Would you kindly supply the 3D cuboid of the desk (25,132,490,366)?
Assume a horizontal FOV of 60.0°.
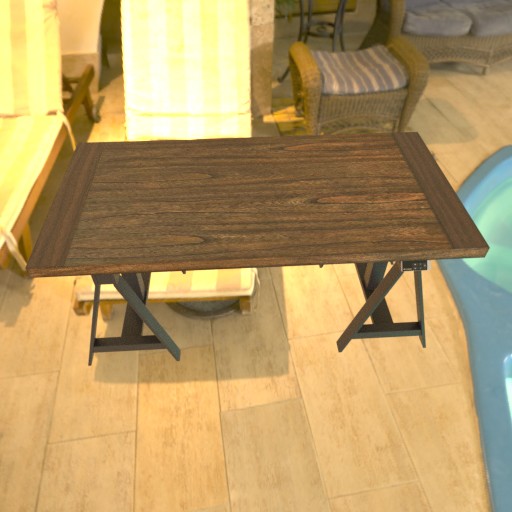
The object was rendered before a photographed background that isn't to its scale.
[{"bbox_3d":[0.000,0.000,1.967,1.543,0.725,0.784,-3,45,-2],"label":"desk"}]
